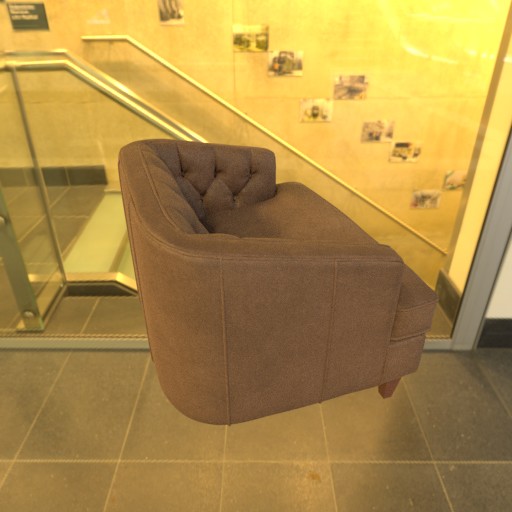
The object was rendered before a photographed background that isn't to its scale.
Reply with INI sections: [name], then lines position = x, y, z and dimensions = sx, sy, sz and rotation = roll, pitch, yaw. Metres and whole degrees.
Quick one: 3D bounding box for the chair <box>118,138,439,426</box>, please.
[chair]
position = 0.000, 0.000, 1.728
dimensions = 0.914, 0.787, 1.118
rotation = -10, 32, -17
